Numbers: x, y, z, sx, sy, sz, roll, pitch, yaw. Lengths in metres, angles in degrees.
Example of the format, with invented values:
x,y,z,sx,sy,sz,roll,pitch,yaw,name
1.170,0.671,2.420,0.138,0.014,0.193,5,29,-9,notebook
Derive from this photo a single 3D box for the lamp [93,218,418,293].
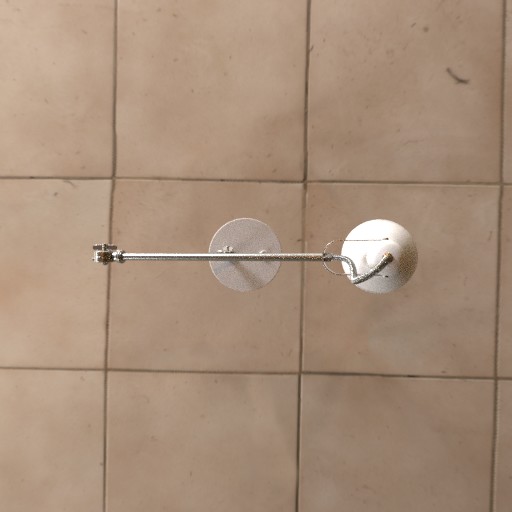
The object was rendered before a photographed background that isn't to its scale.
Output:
x,y,z,sx,sy,sz,roll,pitch,yaw,name
0.000,0.000,0.871,0.561,0.587,0.187,0,91,1,lamp
